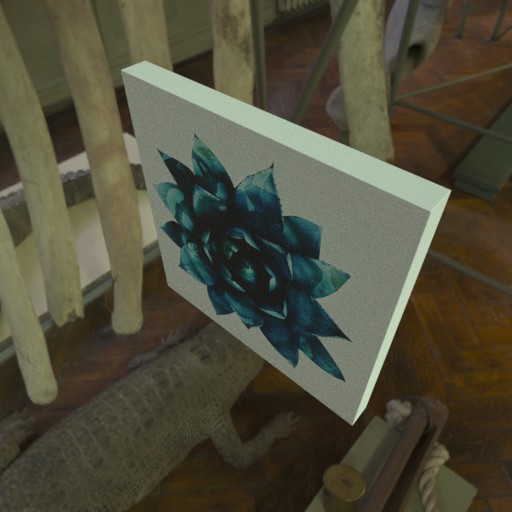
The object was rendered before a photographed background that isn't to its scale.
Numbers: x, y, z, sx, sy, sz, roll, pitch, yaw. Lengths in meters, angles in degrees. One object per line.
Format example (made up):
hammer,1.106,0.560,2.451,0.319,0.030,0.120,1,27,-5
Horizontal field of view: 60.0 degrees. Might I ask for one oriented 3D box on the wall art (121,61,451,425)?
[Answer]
wall art,0.000,0.000,0.604,0.406,0.406,0.038,32,54,27
